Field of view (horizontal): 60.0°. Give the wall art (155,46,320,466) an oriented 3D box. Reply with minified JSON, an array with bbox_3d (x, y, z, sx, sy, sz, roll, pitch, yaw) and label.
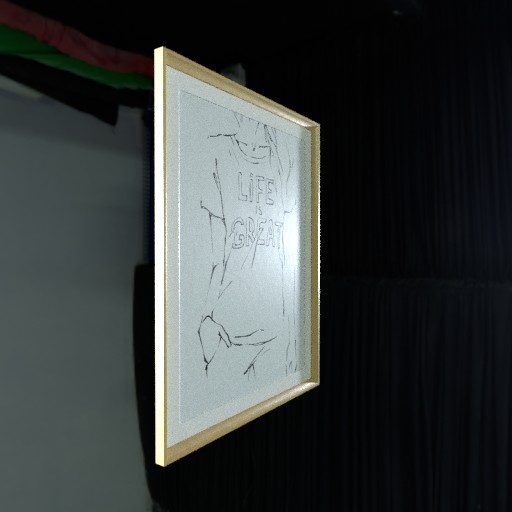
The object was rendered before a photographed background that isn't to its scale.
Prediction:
[{"bbox_3d":[0.000,0.000,1.390,0.030,1.002,0.798,1,1,36],"label":"wall art"}]
